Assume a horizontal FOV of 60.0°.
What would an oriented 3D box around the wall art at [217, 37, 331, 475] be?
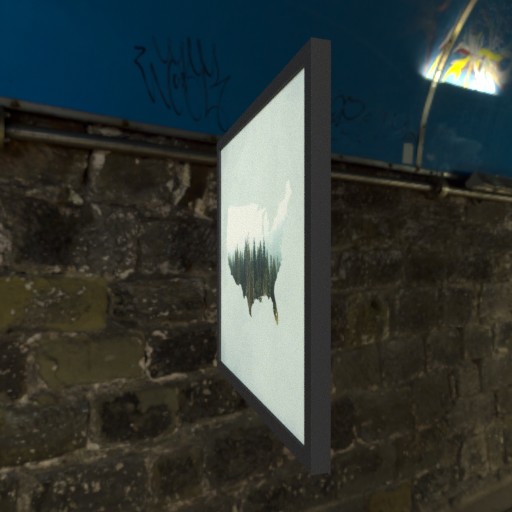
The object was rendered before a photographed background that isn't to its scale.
[{"bbox_3d":[0.000,0.000,1.141,0.038,0.763,0.763,0,0,-17],"label":"wall art"}]
